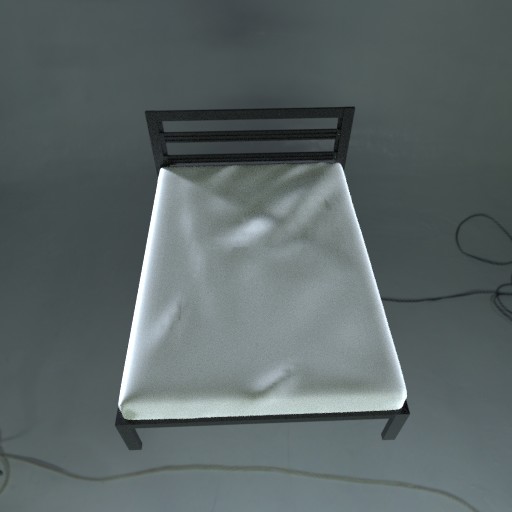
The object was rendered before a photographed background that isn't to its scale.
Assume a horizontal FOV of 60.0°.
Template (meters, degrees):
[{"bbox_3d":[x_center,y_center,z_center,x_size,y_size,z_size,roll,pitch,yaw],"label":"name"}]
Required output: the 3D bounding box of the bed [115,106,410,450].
[{"bbox_3d":[0.000,0.000,2.889,1.524,0.967,2.062,-2,47,-2],"label":"bed"}]
